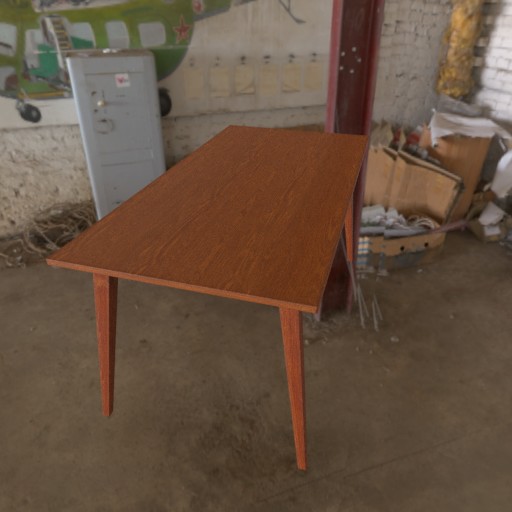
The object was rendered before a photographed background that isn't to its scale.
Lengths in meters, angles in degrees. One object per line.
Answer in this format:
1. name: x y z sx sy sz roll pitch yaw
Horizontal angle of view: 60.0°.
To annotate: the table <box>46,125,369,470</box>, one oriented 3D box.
1. table: 0.000 0.000 2.058 0.811 0.755 1.609 9 32 14
